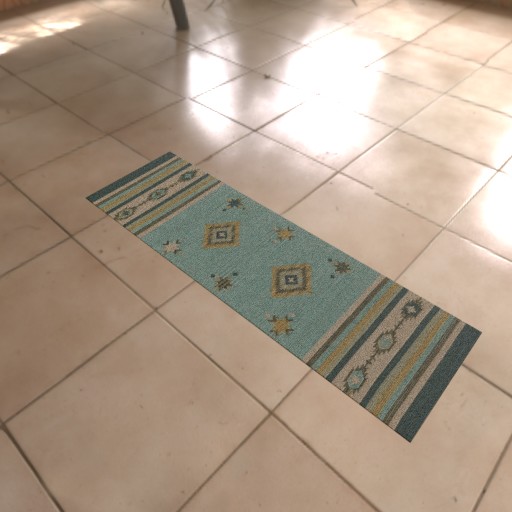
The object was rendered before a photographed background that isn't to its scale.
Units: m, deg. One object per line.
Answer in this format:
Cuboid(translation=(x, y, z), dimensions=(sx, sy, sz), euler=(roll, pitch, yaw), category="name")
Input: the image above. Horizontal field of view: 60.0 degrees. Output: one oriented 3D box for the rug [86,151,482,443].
Cuboid(translation=(0.000, 0.000, 2.637), dimensions=(2.441, 0.010, 0.744), euler=(33, 55, 27), category="rug")
